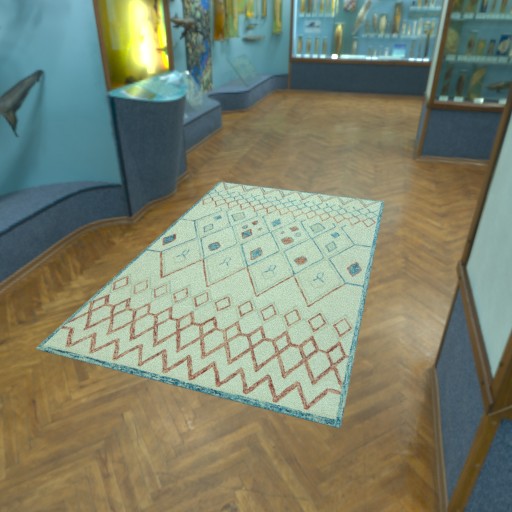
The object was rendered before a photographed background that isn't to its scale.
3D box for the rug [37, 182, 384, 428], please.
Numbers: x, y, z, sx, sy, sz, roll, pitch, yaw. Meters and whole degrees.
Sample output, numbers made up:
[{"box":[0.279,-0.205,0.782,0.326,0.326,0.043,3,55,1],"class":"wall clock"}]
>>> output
[{"box":[0.000,0.000,3.016,1.524,0.015,2.438,9,32,16],"class":"rug"}]
